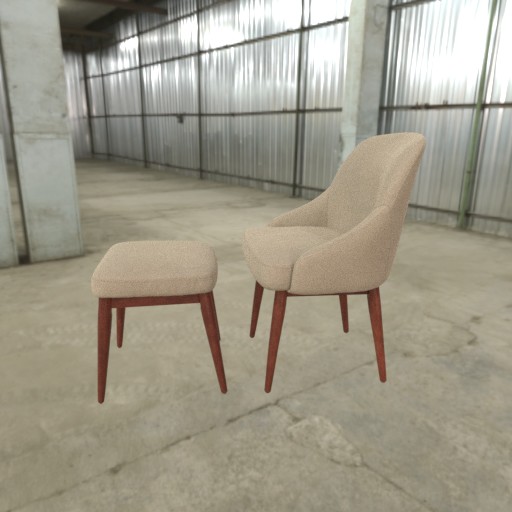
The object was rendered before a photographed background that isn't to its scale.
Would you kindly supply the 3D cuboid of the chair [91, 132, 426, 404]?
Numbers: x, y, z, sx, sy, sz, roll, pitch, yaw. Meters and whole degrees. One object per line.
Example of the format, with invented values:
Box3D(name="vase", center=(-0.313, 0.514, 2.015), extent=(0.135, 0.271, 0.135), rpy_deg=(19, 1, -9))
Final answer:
Box3D(name="chair", center=(0.000, 0.000, 1.616), extent=(1.114, 0.866, 0.584), rpy_deg=(-2, 16, -7))
